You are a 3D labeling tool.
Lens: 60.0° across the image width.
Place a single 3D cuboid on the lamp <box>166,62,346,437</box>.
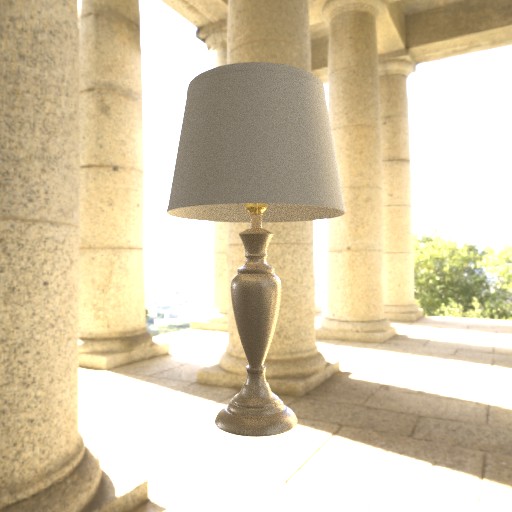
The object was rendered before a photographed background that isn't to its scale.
[{"bbox_3d":[0.000,0.000,0.825,0.328,0.612,0.328,0,-1,0],"label":"lamp"}]
